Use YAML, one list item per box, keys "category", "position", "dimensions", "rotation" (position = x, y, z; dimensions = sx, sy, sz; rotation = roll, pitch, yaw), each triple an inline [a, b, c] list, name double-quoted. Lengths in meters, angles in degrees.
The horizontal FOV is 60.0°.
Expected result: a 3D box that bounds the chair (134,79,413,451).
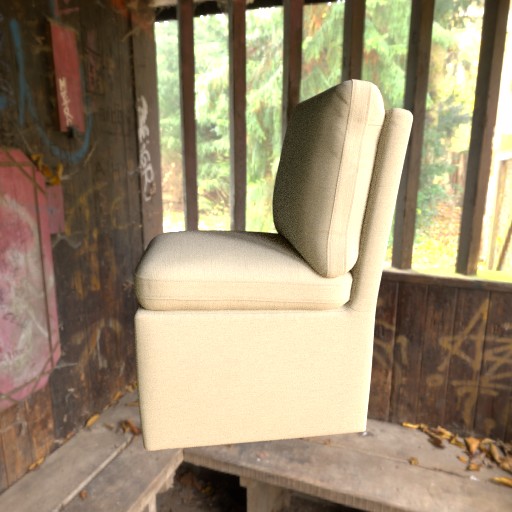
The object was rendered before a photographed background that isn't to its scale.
- category: "chair"
  position: [0.000, 0.000, 1.316]
  dimensions: [0.698, 0.927, 0.503]
  rotation: [-2, 13, -7]
